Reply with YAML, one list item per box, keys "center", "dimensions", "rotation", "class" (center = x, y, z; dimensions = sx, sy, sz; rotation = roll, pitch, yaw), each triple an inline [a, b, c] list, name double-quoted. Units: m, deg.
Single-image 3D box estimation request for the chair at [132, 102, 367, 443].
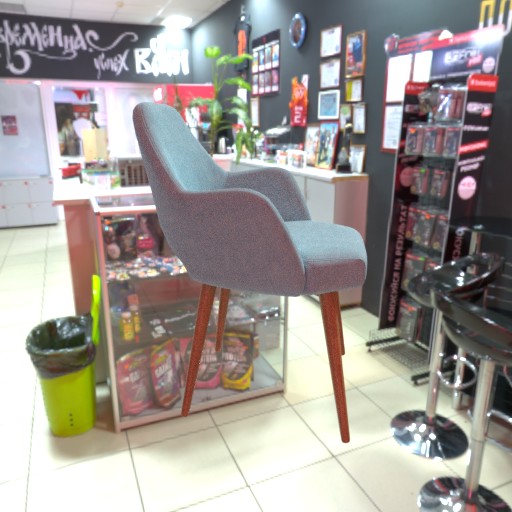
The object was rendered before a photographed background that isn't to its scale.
- center: [0.000, 0.000, 1.280]
  dimensions: [0.610, 0.840, 0.590]
  rotation: [3, 17, 9]
  class: "chair"
